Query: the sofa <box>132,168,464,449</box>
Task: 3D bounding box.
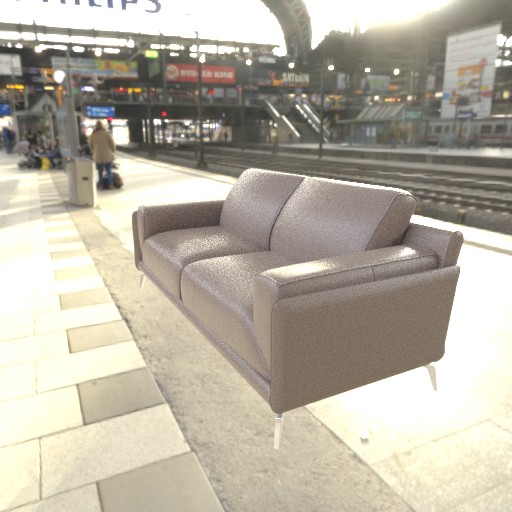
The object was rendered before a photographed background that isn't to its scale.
[{"bbox_3d":[0.000,0.000,2.604,1.049,0.930,2.101,-8,17,-27],"label":"sofa"}]
